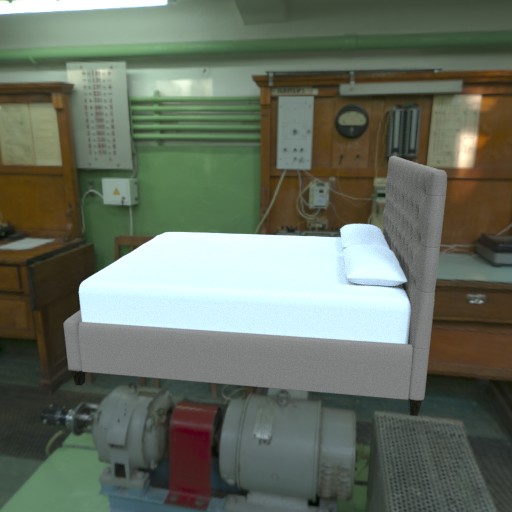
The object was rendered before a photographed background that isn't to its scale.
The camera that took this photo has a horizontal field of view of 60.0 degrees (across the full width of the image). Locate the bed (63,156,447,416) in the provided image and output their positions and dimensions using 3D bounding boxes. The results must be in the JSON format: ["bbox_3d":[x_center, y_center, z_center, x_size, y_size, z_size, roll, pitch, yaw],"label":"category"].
[{"bbox_3d":[0.000,0.000,3.361,2.233,1.426,1.696,2,15,8],"label":"bed"}]
